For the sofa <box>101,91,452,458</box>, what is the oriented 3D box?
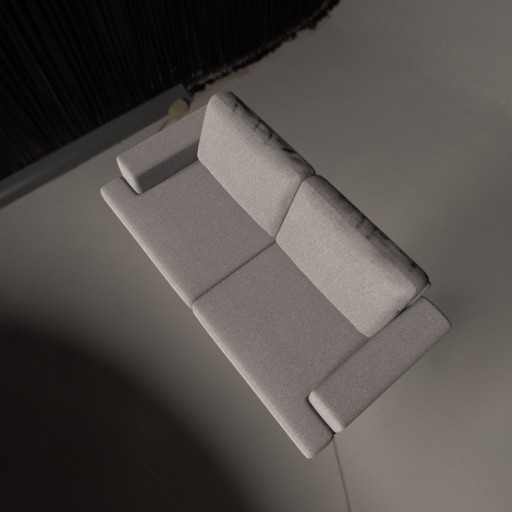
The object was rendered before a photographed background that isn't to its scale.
[{"bbox_3d":[0.000,0.000,2.107,0.785,0.810,1.650,-36,69,-16],"label":"sofa"}]
